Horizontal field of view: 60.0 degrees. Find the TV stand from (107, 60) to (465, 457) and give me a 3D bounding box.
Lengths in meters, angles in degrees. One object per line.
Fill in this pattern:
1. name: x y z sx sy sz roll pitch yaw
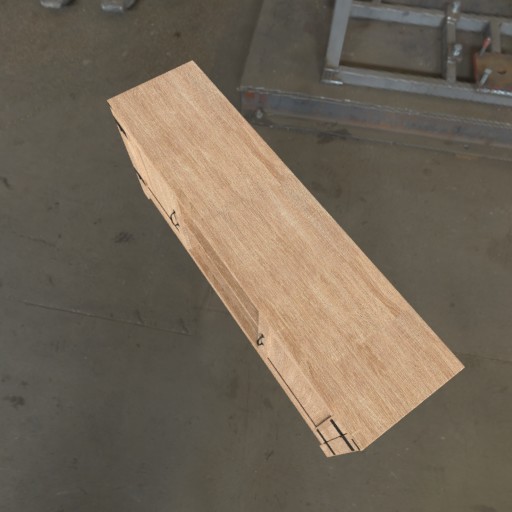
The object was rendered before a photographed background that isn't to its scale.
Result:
1. TV stand: 0.000 0.000 1.717 0.398 0.610 1.466 -32 68 -14
